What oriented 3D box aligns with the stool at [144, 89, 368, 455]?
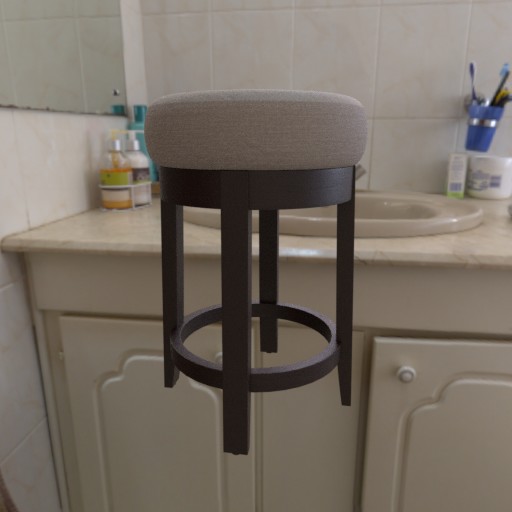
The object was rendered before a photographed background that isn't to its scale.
[{"bbox_3d":[0.000,0.000,0.970,0.443,0.672,0.443,0,15,0],"label":"stool"}]
